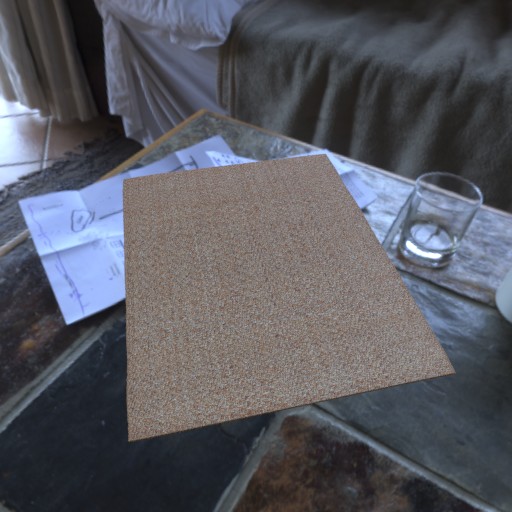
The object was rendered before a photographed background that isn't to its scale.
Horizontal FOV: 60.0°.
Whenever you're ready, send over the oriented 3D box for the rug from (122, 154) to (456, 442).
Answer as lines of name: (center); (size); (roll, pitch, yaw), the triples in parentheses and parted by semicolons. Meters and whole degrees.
rug: (0.000, 0.000, 4.180); (2.439, 0.013, 3.048); (-9, 47, -9)
